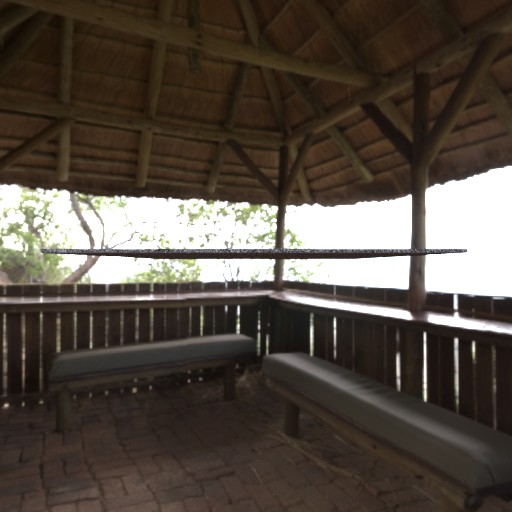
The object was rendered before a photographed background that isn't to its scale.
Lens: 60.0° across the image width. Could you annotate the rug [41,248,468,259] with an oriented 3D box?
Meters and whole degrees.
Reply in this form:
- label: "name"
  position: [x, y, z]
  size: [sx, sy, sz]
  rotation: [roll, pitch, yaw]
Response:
- label: "rug"
  position: [0.000, 0.000, 3.974]
  size: [2.401, 0.025, 3.000]
  rotation: [0, -1, 1]
